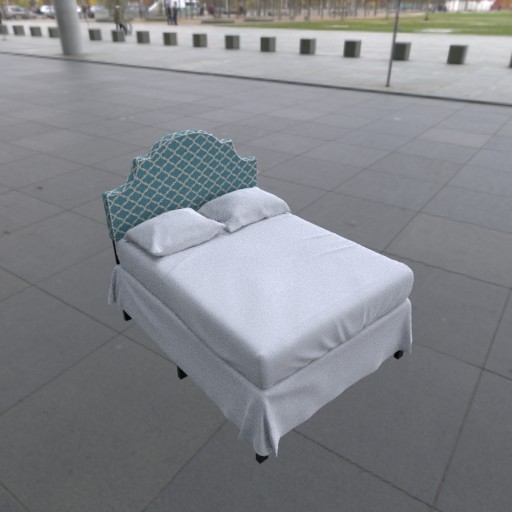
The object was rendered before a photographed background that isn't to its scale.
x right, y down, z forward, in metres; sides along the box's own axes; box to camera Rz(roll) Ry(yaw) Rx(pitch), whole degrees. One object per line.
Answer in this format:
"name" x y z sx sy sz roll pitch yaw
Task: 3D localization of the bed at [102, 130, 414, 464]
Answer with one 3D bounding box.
"bed" 0.000 0.000 3.554 1.780 1.633 2.222 -22 36 -34
